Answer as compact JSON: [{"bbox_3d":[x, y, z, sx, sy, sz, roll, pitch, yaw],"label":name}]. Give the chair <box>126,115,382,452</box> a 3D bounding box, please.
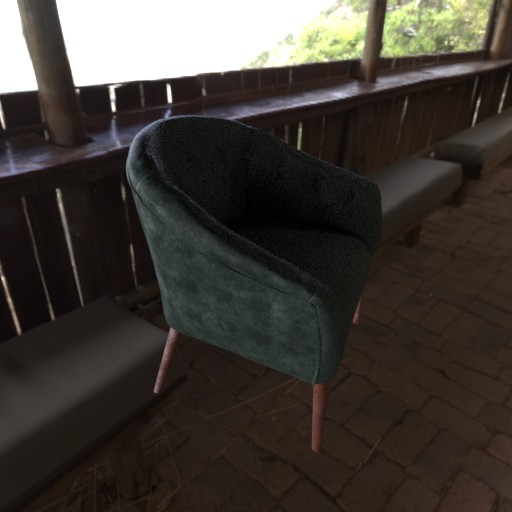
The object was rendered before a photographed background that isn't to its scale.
[{"bbox_3d":[0.000,0.000,1.563,0.776,0.885,0.851,11,31,19],"label":"chair"}]
